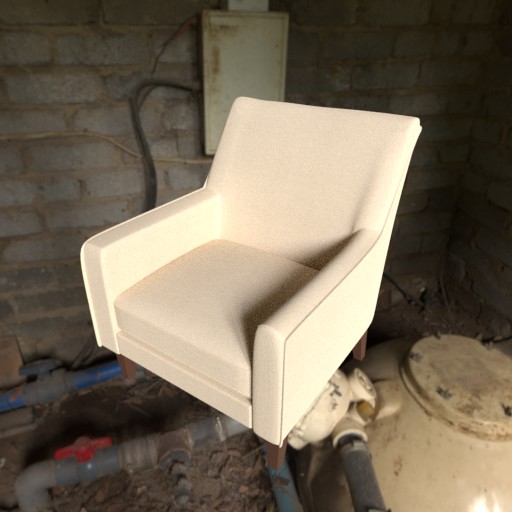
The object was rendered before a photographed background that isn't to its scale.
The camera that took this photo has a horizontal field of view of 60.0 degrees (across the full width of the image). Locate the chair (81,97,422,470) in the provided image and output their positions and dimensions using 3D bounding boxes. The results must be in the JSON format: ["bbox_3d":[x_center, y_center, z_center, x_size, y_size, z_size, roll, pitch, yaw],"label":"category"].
[{"bbox_3d":[0.000,0.000,1.586,0.780,0.919,0.899,19,34,30],"label":"chair"}]
